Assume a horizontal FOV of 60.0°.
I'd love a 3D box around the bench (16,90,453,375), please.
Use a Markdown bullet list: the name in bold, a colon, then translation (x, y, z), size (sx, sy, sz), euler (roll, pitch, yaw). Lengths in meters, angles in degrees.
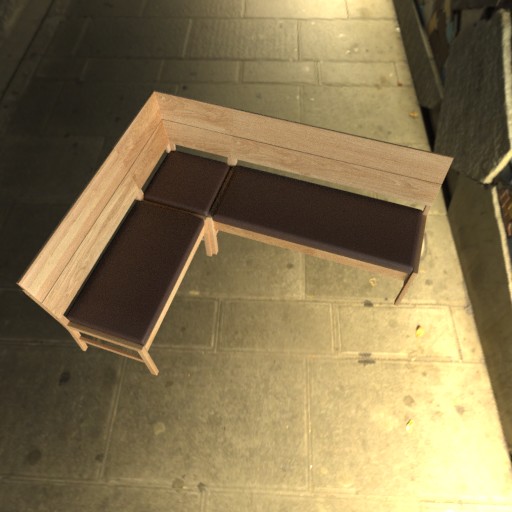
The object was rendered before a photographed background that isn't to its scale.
- **bench**: translation (0.000, 0.000, 2.763), size (1.975, 0.890, 1.549), euler (15, 59, 9)
